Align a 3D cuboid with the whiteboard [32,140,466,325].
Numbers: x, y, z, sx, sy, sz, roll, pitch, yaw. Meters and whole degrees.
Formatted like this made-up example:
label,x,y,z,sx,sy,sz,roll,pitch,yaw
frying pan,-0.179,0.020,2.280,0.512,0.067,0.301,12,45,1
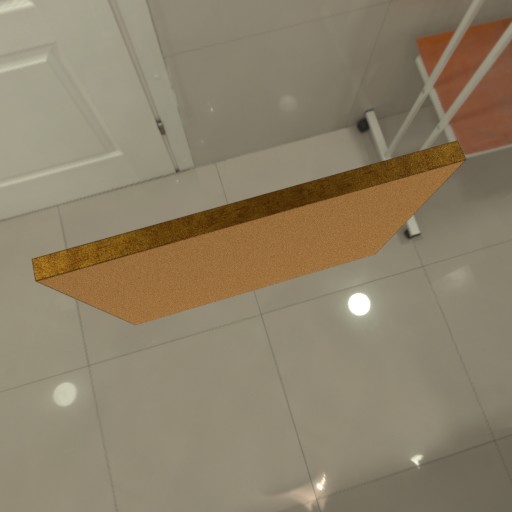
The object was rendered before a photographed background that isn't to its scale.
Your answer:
label,x,y,z,sx,sy,sz,roll,pitch,yaw
whiteboard,0.000,0.000,0.777,0.561,0.457,0.029,-16,75,-4
